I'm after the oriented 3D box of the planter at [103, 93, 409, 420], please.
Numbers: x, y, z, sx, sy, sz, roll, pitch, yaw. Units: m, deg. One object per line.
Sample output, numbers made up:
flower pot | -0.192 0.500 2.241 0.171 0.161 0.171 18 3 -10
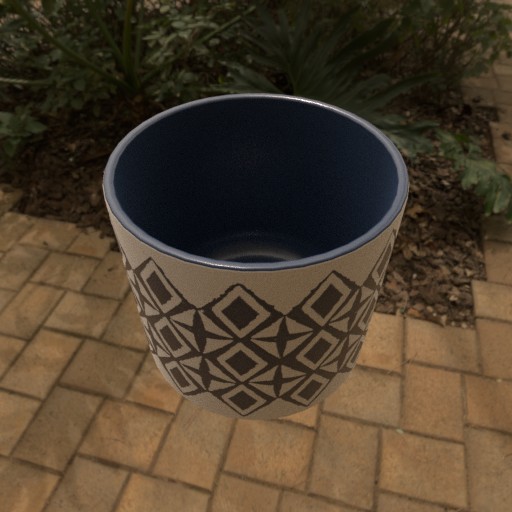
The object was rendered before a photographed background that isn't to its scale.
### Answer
planter | 0.000 0.000 0.402 0.224 0.203 0.224 0 46 0
